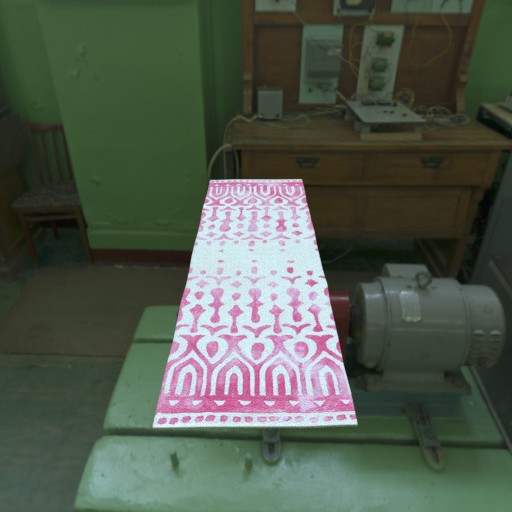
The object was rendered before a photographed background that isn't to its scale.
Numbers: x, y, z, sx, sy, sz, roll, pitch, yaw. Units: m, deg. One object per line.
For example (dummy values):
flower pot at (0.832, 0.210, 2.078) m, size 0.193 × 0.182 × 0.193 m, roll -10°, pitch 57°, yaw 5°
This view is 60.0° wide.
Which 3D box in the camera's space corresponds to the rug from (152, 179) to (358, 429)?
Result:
rug at (0.000, 0.000, 2.697) m, size 0.787 × 0.011 × 2.458 m, roll 0°, pitch 32°, yaw 0°
